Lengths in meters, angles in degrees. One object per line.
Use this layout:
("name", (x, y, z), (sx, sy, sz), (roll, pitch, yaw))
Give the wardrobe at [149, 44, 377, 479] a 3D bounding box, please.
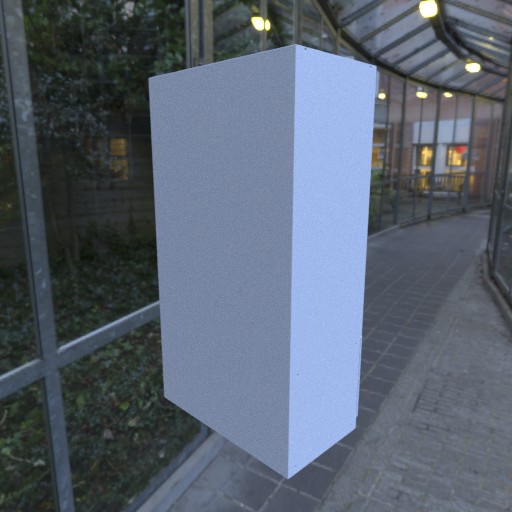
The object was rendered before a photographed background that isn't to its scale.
("wardrobe", (0.000, 0.000, 2.332), (0.577, 1.808, 0.991), (-12, 17, -43))
